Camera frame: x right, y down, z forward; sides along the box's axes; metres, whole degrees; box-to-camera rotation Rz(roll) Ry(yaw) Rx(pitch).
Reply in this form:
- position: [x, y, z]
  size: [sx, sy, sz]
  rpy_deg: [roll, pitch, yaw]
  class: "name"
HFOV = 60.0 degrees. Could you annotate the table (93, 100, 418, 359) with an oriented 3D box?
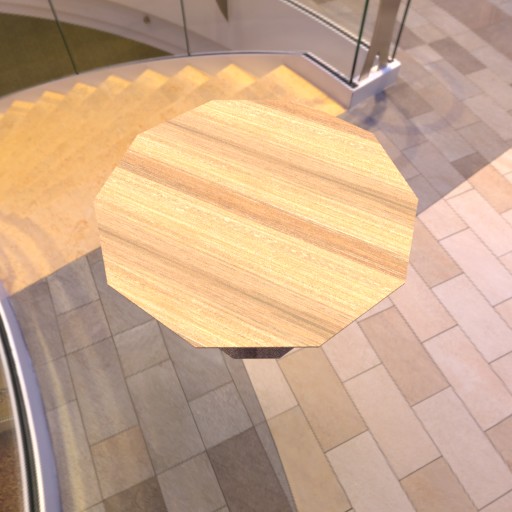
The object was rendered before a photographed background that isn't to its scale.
- position: [0.000, 0.000, 1.934]
  size: [1.186, 0.752, 1.186]
  rpy_deg: [0, 57, 0]
  class: "table"
